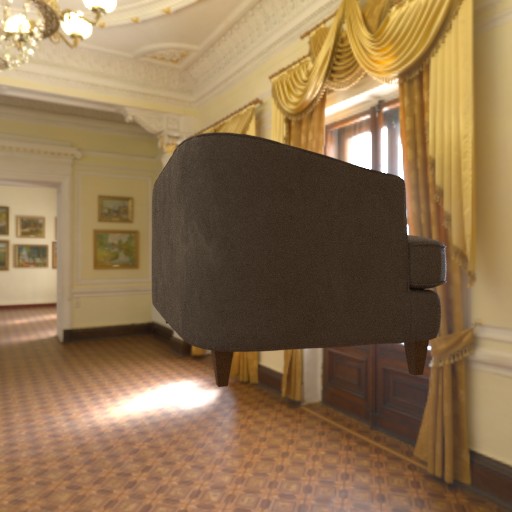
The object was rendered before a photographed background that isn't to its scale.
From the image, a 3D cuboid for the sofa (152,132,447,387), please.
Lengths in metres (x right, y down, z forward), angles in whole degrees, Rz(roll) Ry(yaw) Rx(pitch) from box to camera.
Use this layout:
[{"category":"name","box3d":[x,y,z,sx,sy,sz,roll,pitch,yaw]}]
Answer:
[{"category":"sofa","box3d":[0.000,0.000,2.252,0.941,0.855,1.733,0,0,-18]}]
